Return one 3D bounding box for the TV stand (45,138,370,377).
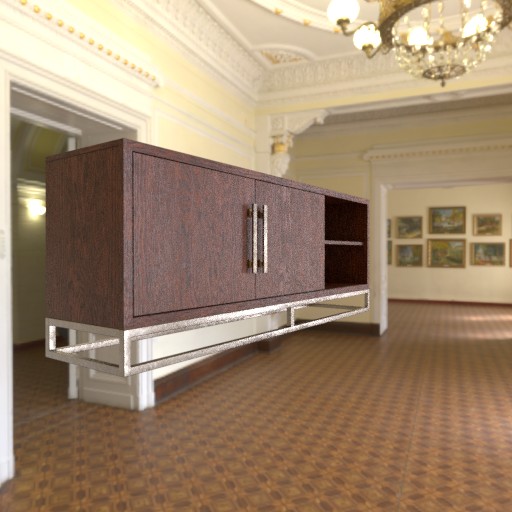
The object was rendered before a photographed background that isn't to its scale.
[{"bbox_3d":[0.000,0.000,1.789,0.382,0.578,1.541,0,0,36],"label":"TV stand"}]
